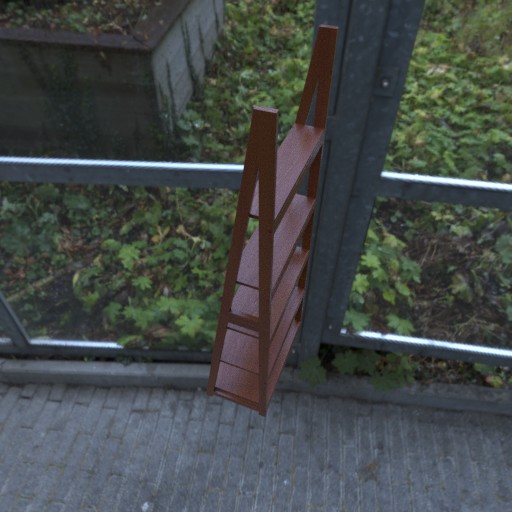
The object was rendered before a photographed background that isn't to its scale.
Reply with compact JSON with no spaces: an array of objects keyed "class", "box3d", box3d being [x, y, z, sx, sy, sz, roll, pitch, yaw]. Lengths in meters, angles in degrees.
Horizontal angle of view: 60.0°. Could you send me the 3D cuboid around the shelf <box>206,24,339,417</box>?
[{"class":"shelf","box3d":[0.000,0.000,1.990,0.356,1.780,0.630,16,49,15]}]
